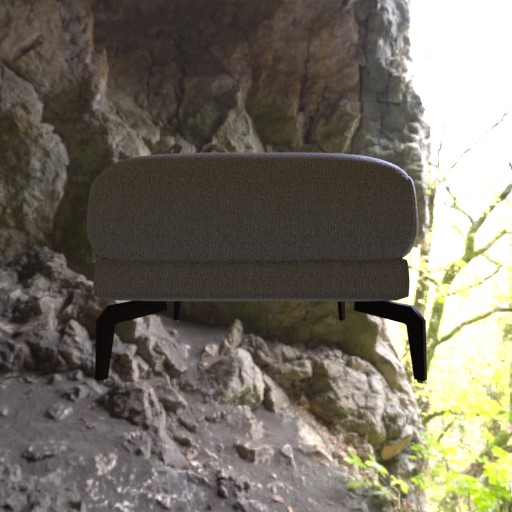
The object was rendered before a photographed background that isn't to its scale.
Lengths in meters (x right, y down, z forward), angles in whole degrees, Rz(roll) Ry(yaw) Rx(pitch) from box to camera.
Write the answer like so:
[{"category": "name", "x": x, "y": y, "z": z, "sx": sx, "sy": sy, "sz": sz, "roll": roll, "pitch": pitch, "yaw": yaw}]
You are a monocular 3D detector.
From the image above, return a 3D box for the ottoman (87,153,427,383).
[{"category": "ottoman", "x": 0.000, "y": 0.000, "z": 1.078, "sx": 0.568, "sy": 0.420, "sz": 0.772, "roll": 0, "pitch": 0, "yaw": 0}]
